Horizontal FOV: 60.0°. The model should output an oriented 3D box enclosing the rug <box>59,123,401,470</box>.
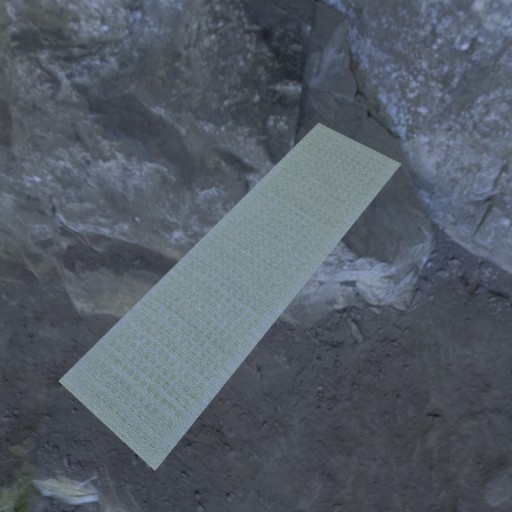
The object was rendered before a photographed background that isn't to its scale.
[{"bbox_3d":[0.000,0.000,2.683,0.686,0.006,2.437,33,63,19],"label":"rug"}]
